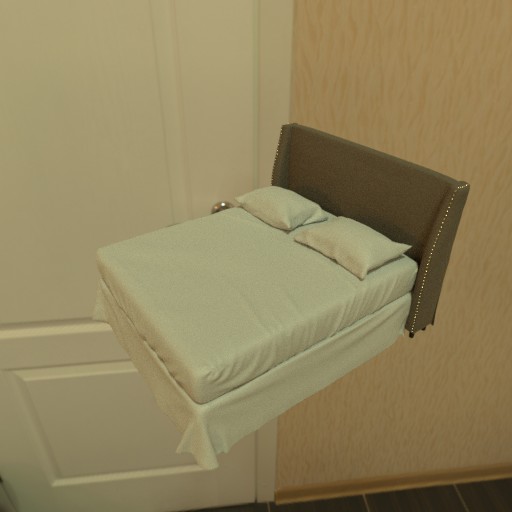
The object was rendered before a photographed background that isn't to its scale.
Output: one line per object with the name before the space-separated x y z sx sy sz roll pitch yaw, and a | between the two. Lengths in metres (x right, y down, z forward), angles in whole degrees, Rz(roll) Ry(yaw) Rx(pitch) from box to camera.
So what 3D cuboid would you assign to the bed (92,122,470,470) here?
bed | 0.000 0.000 3.450 2.276 1.332 1.925 -21 38 -30
